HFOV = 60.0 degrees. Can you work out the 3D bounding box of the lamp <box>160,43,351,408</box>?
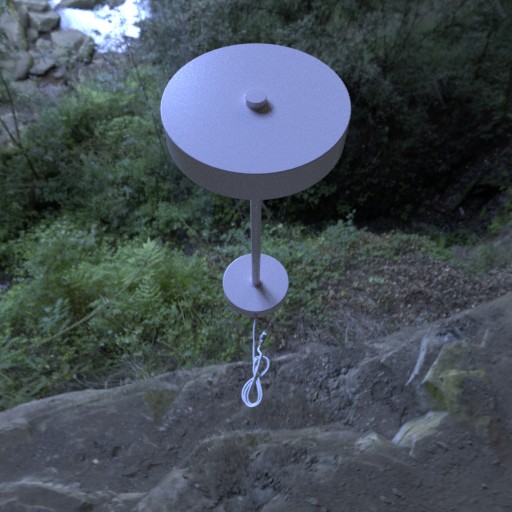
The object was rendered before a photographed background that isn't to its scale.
[{"bbox_3d":[0.000,0.000,0.708,0.229,0.508,0.369,0,59,0],"label":"lamp"}]
